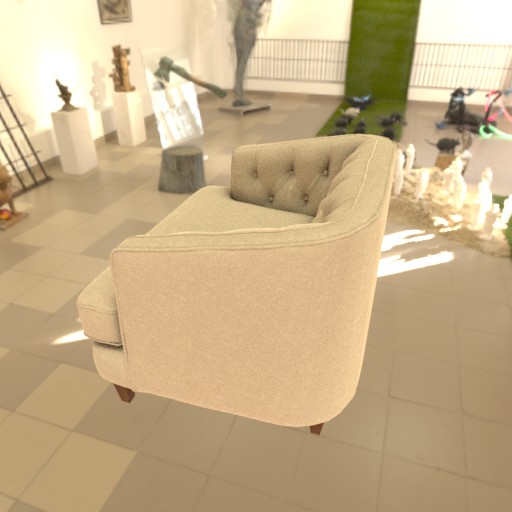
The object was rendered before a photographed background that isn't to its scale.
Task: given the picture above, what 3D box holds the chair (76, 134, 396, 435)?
[{"bbox_3d":[0.000,0.000,1.760,0.941,0.852,1.104,9,32,16],"label":"chair"}]
